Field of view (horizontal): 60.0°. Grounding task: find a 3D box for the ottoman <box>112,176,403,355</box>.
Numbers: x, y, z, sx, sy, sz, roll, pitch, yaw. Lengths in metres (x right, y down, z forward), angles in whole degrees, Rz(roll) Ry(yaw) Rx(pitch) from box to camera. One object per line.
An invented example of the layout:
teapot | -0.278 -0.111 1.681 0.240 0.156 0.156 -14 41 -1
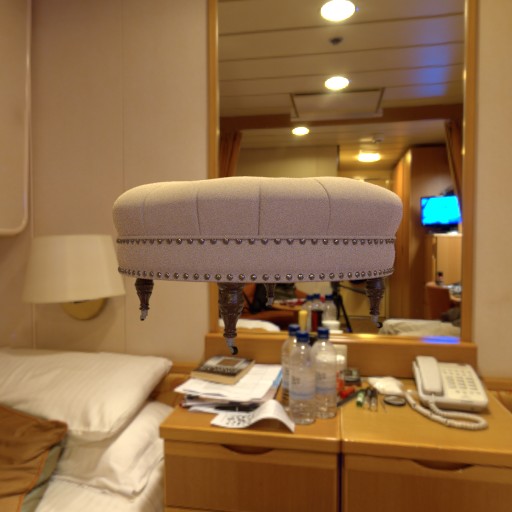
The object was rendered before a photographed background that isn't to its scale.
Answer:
ottoman | 0.000 0.000 1.424 0.901 0.439 0.901 0 2 0
